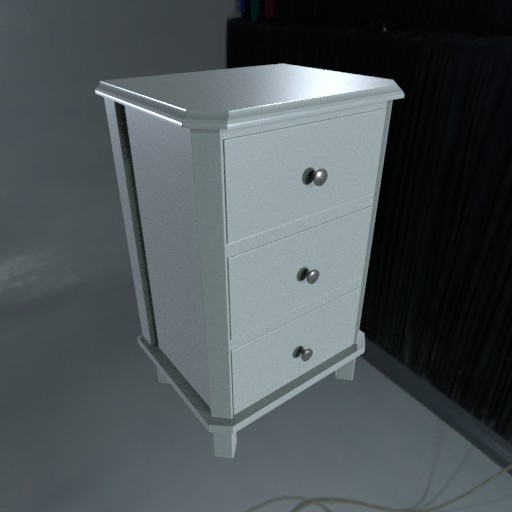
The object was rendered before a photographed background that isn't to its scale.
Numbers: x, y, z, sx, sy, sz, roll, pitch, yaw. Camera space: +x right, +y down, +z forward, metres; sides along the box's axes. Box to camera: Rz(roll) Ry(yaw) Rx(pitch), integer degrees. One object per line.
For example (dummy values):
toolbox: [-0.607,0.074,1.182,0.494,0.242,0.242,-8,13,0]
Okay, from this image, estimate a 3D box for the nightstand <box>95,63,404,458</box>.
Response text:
nightstand: [0.000,0.000,0.921,0.435,0.680,0.348,-21,36,-32]
